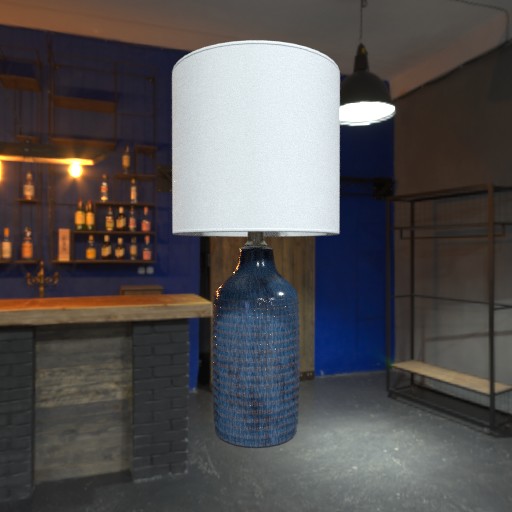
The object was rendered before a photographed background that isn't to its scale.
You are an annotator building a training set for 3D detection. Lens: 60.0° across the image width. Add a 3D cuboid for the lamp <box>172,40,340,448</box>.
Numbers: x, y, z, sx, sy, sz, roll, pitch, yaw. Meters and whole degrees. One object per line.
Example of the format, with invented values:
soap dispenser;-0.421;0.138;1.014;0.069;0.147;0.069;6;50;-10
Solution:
lamp;0.000;0.000;0.598;0.220;0.475;0.220;0;1;-17
